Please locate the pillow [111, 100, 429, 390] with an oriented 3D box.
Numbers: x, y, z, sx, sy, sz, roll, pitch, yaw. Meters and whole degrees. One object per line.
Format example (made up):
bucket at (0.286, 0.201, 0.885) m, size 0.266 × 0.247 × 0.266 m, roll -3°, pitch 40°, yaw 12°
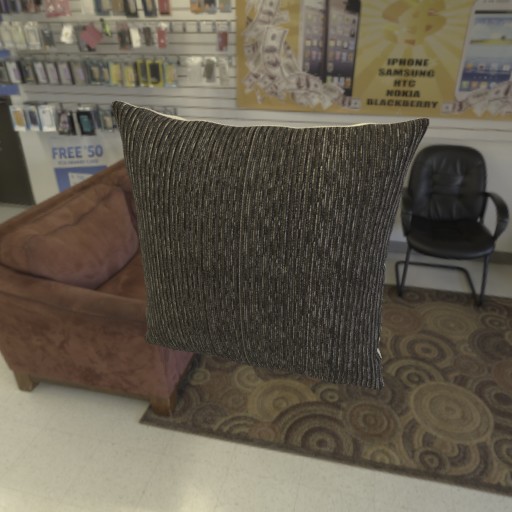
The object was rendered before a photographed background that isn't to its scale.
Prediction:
pillow at (0.000, 0.000, 0.676) m, size 0.433 × 0.434 × 0.196 m, roll 8°, pitch 29°, yaw 15°
